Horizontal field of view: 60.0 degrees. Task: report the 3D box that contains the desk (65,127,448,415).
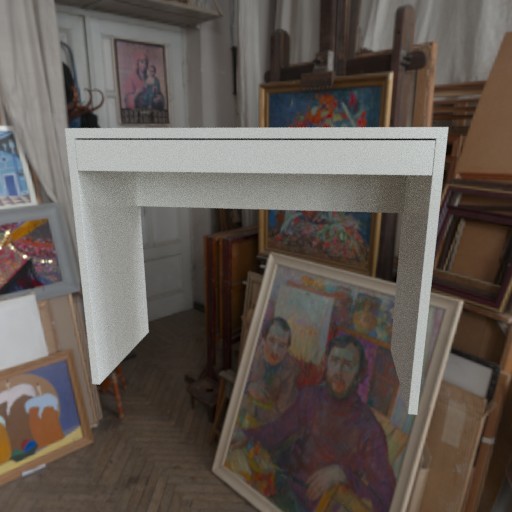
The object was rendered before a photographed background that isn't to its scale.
[{"bbox_3d":[0.000,0.000,1.433,1.000,0.790,0.400,2,15,9],"label":"desk"}]
